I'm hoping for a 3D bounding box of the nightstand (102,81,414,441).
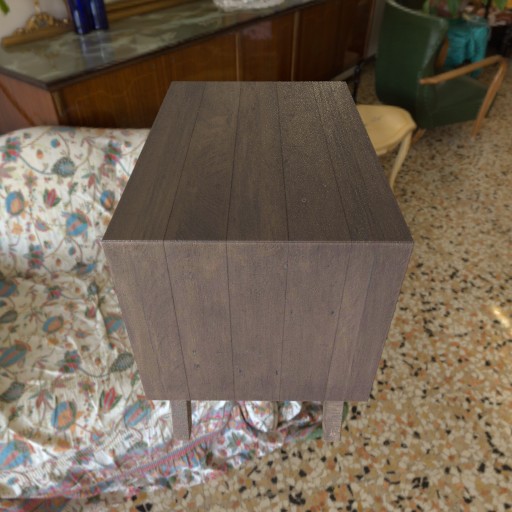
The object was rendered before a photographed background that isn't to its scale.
[{"bbox_3d":[0.000,0.000,1.058,0.450,0.599,0.650,0,40,0],"label":"nightstand"}]
